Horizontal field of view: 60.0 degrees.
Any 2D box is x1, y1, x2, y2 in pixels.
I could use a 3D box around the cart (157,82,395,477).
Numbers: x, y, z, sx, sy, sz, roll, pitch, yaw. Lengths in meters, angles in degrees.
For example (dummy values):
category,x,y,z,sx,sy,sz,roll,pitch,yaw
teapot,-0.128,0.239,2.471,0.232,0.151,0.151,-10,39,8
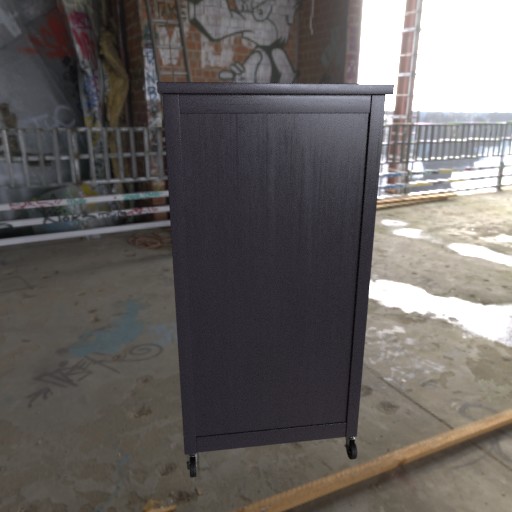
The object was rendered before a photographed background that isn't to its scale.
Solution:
category,x,y,z,sx,sy,sz,roll,pitch,yaw
cart,0.000,0.000,1.260,0.449,0.878,0.690,-3,18,-8
